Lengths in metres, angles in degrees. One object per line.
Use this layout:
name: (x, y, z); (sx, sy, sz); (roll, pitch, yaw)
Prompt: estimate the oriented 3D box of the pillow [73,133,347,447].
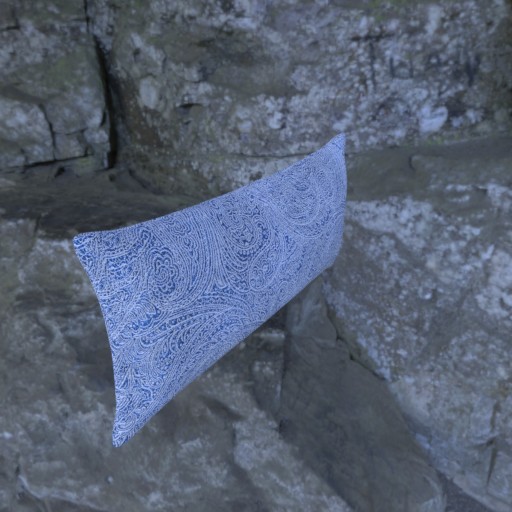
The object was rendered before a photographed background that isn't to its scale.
pillow: (0.000, 0.000, 0.720); (0.151, 0.295, 0.615); (17, 32, 31)
